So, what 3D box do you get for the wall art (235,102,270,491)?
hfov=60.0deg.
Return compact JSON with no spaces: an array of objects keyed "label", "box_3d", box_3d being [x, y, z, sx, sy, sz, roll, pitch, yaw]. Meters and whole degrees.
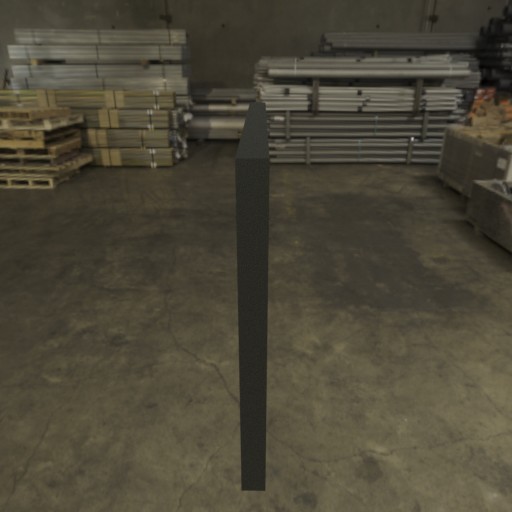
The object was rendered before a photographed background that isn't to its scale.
[{"label":"wall art","box_3d":[0.000,0.000,0.556,0.024,0.329,0.404,0,24,1]}]
